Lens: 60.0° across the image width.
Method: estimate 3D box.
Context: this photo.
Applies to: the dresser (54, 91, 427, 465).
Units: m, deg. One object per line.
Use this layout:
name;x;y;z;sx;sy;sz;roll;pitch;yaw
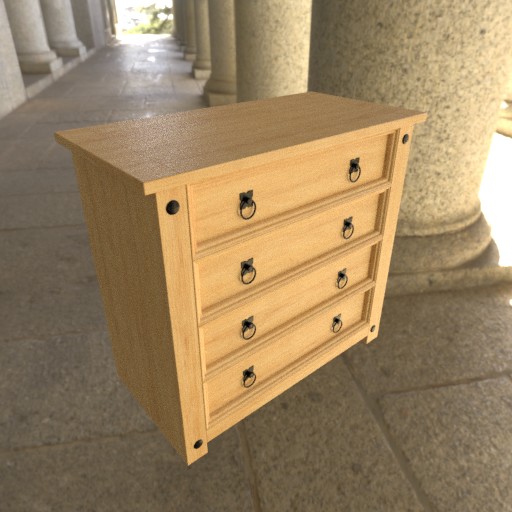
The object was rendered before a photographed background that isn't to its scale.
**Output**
dresser;0.000;0.000;1.225;0.800;0.730;0.410;-23;37;-34
